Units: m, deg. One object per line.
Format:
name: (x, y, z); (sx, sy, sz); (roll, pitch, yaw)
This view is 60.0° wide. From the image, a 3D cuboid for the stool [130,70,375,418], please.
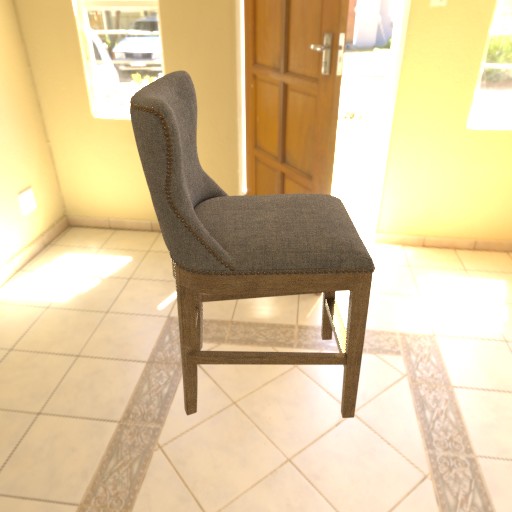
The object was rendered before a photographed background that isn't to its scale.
stool: (0.000, 0.000, 1.327); (0.608, 0.981, 0.498); (-1, 30, -2)
